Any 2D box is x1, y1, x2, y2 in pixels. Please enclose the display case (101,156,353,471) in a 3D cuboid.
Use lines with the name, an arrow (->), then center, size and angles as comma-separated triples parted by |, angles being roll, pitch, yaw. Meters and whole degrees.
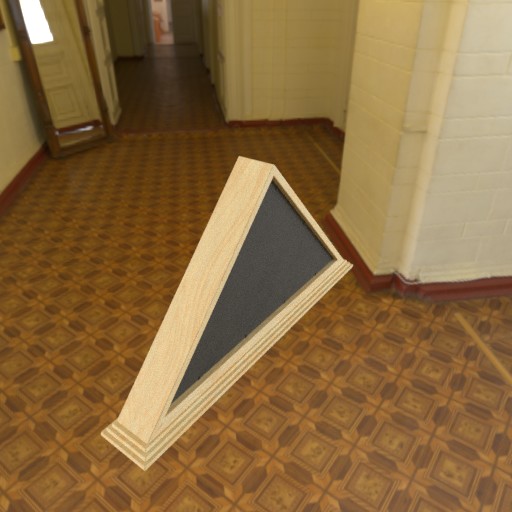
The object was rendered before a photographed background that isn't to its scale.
display case -> 0.000, 0.000, 0.760 | 0.095, 0.340, 0.640 | 21, 37, 30
